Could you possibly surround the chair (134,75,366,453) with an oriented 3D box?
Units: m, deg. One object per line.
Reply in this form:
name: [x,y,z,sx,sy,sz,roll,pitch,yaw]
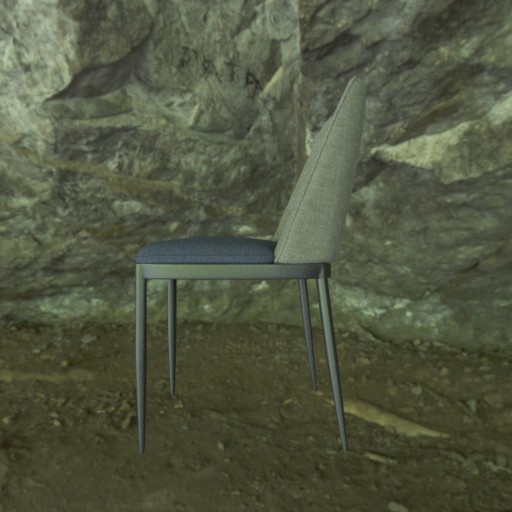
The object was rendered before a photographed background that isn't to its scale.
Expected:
chair: [0.000,0.000,1.172,0.550,0.855,0.488,0,0,-1]
